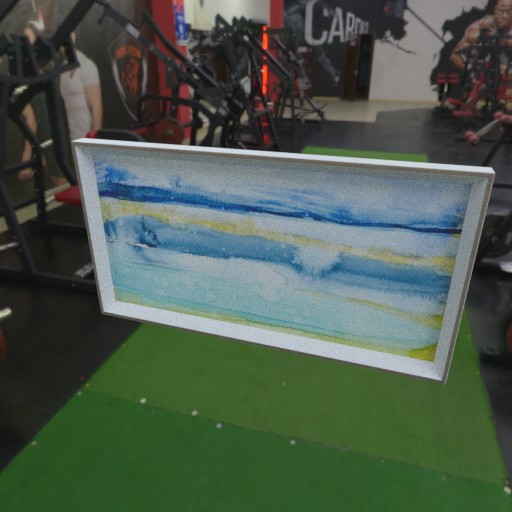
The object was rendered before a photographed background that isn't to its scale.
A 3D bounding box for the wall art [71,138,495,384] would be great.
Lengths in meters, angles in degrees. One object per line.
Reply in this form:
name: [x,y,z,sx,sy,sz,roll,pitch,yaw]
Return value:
wall art: [0.000,0.000,0.928,0.812,0.431,0.038,8,27,17]
